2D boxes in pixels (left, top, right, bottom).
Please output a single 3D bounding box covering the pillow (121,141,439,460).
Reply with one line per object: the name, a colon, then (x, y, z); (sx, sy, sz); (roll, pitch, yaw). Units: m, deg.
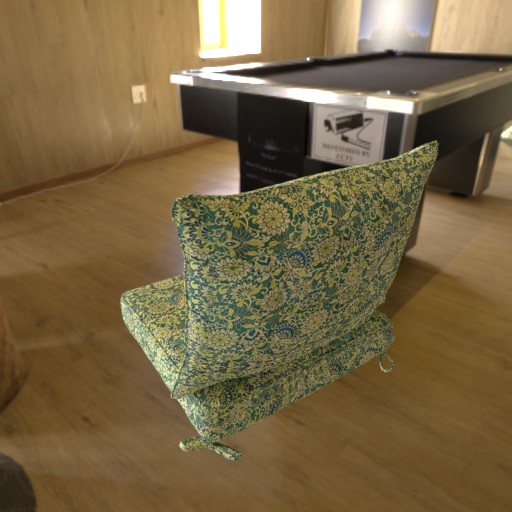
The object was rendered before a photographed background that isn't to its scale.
pillow: (0.000, 0.000, 1.349); (0.798, 0.722, 0.740); (-18, 34, -29)
